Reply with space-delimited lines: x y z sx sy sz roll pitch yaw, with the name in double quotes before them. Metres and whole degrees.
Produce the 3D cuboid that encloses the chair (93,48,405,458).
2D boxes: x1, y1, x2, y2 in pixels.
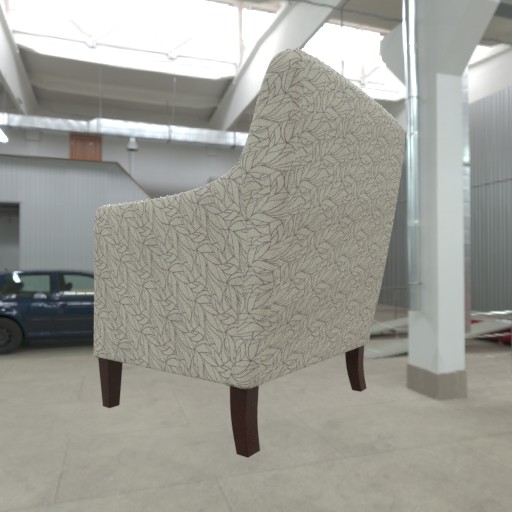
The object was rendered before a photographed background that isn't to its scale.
"chair" 0.000 0.000 1.252 0.651 0.816 0.623 -1 -1 36
